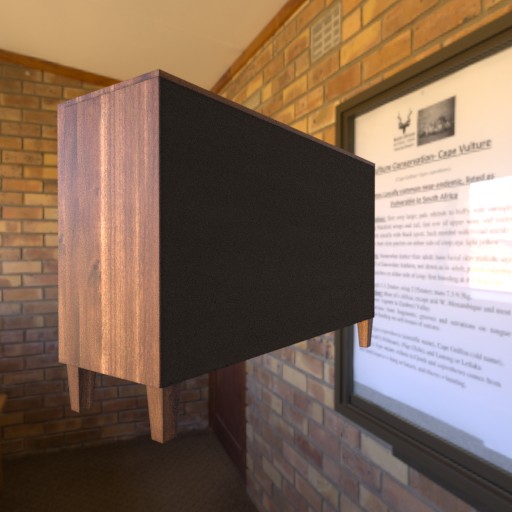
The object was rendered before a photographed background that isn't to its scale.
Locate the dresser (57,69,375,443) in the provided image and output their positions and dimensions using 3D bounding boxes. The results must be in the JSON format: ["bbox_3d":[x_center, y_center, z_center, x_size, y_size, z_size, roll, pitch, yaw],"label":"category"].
[{"bbox_3d":[0.000,0.000,1.732,0.438,0.892,1.387,0,1,36],"label":"dresser"}]
